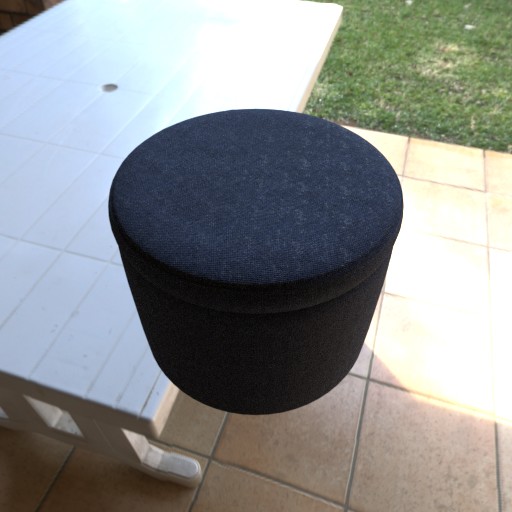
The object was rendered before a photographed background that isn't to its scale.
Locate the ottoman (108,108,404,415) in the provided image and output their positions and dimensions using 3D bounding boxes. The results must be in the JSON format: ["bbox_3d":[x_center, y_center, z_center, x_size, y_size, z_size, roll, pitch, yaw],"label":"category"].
[{"bbox_3d":[0.000,0.000,0.924,0.520,0.430,0.520,0,46,0],"label":"ottoman"}]
